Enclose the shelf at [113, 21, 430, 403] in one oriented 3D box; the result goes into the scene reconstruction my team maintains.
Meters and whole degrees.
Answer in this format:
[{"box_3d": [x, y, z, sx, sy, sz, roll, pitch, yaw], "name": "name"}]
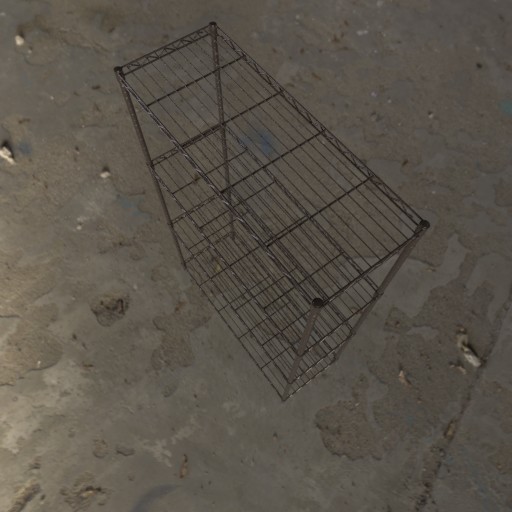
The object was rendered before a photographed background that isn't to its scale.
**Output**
[{"box_3d": [0.000, 0.000, 1.757, 0.352, 1.361, 0.907, -34, 68, -15], "name": "shelf"}]
